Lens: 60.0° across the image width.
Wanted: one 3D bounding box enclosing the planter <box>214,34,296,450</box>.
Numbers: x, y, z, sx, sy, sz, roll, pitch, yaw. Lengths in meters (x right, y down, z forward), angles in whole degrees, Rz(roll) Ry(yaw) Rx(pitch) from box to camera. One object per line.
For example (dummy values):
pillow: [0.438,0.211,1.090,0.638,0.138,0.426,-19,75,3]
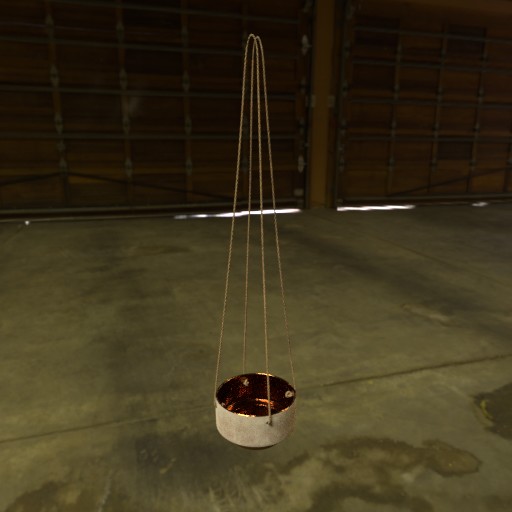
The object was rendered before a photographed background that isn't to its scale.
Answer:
planter: [0.000,0.000,1.131,0.223,1.030,0.223,7,16,27]
